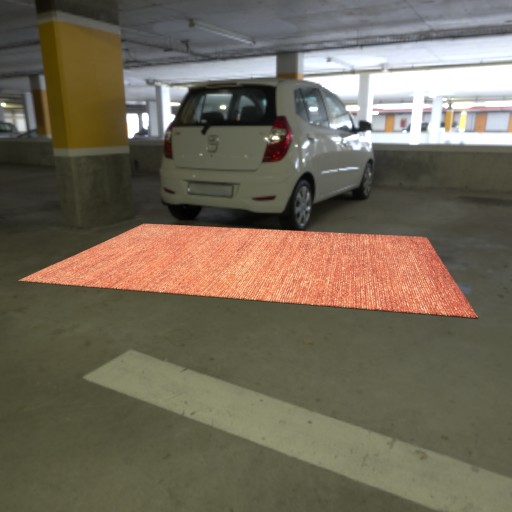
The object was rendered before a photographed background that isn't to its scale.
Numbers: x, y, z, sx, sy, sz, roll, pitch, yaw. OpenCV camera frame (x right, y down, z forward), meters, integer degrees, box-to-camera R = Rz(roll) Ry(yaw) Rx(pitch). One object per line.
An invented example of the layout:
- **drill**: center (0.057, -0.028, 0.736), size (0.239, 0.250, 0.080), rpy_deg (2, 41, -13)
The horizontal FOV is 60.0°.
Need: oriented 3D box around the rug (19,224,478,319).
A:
- **rug**: center (0.000, 0.000, 2.168), size (1.747, 0.011, 1.139), rpy_deg (3, 17, 12)
